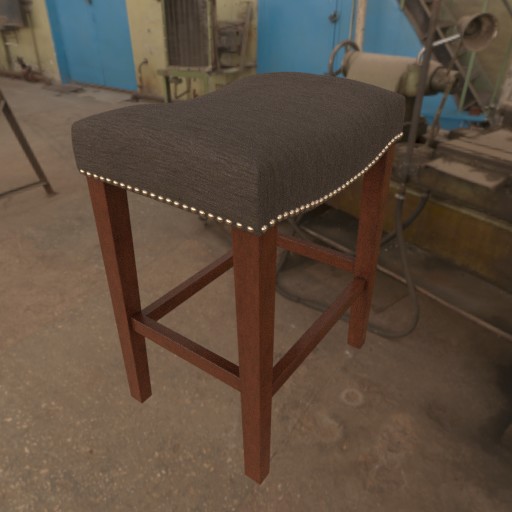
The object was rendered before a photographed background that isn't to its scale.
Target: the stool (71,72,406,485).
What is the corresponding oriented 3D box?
[{"bbox_3d":[0.000,0.000,0.922,0.372,0.654,0.504,21,37,30],"label":"stool"}]
